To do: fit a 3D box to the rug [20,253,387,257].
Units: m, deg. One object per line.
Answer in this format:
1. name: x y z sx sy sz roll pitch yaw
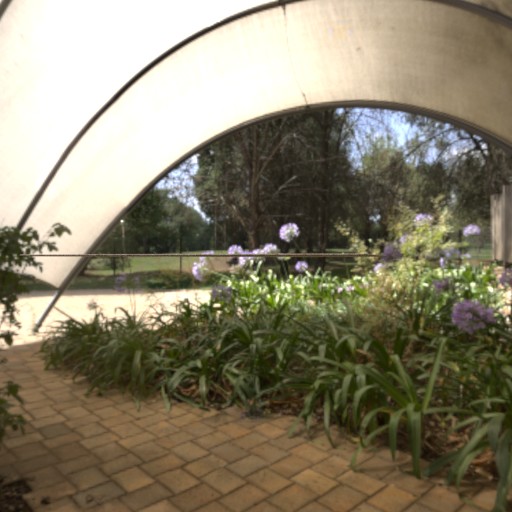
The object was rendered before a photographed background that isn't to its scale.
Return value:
1. rug: 0.000 0.000 3.682 2.005 0.013 2.890 0 0 18
